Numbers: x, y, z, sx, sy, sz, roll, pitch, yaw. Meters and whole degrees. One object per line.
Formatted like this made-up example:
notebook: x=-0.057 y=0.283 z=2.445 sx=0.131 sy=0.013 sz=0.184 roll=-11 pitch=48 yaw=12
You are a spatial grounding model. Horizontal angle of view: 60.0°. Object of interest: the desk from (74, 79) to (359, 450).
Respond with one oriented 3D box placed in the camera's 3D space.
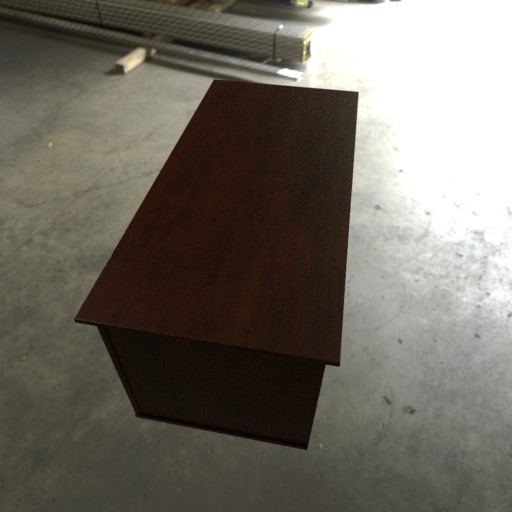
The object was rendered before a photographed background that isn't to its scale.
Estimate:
desk: x=0.000 y=0.000 z=1.691 sx=0.612 sy=0.758 sz=1.277 roll=8 pitch=47 yaw=8
